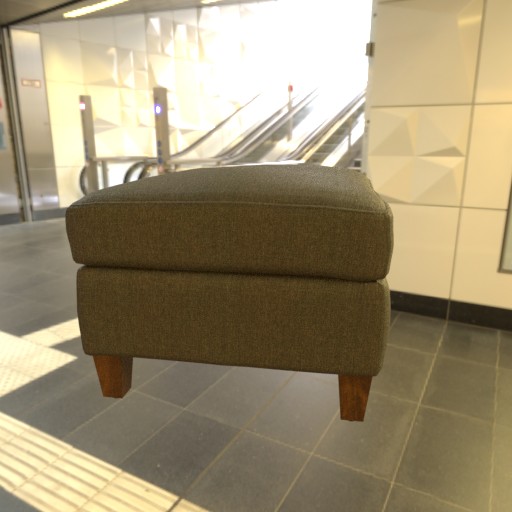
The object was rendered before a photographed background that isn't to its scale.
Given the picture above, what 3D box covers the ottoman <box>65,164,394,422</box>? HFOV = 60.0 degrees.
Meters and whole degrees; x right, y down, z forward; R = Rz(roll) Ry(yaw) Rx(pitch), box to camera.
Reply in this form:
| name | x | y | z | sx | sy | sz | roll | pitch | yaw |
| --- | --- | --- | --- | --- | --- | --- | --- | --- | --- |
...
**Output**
| name | x | y | z | sx | sy | sz | roll | pitch | yaw |
| --- | --- | --- | --- | --- | --- | --- | --- | --- | --- |
| ottoman | 0.000 | 0.000 | 1.224 | 0.639 | 0.496 | 0.826 | 2 | 15 | 9 |
